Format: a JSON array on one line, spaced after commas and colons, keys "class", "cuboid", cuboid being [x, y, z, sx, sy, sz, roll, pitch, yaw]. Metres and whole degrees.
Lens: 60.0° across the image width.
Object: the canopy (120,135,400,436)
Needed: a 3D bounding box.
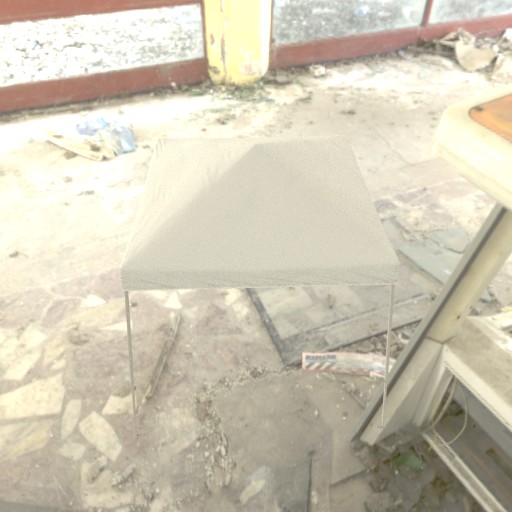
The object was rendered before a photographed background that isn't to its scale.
[{"class": "canopy", "cuboid": [0.000, 0.000, 6.534, 3.599, 3.600, 3.600, -1, 42, -1]}]
